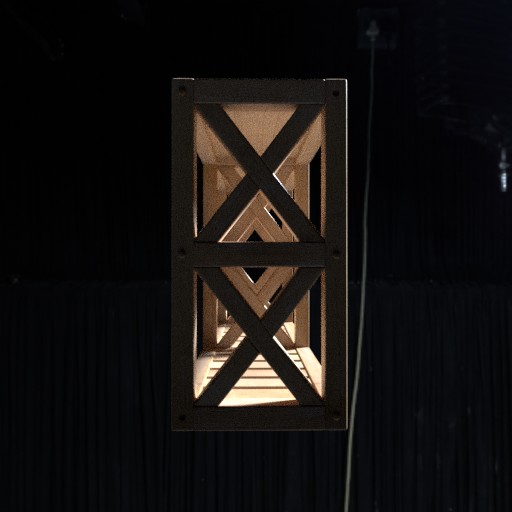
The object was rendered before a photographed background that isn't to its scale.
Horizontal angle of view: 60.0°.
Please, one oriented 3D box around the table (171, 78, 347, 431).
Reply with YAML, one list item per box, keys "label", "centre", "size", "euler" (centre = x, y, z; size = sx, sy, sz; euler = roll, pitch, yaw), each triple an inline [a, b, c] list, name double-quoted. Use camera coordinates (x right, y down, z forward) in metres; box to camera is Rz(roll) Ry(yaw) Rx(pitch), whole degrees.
- label: "table"
  centre: [0.000, 0.000, 1.611]
  size: [0.381, 0.762, 1.320]
  euler: [0, 0, -1]
